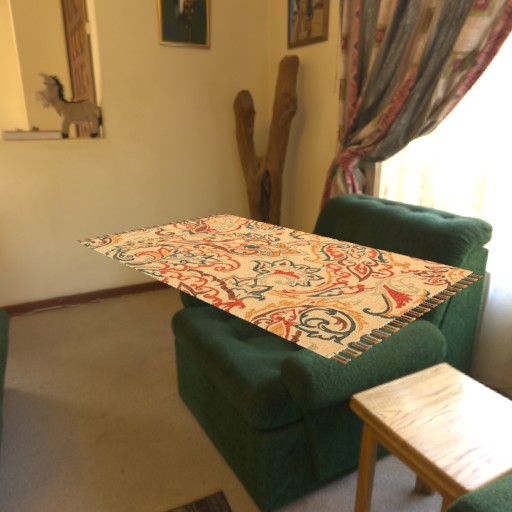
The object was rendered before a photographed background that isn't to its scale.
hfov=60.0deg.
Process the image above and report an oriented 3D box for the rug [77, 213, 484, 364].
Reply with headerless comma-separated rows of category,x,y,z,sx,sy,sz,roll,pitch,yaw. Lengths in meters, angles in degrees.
rug,0.000,0.000,3.177,1.523,0.010,2.584,-16,24,-42
